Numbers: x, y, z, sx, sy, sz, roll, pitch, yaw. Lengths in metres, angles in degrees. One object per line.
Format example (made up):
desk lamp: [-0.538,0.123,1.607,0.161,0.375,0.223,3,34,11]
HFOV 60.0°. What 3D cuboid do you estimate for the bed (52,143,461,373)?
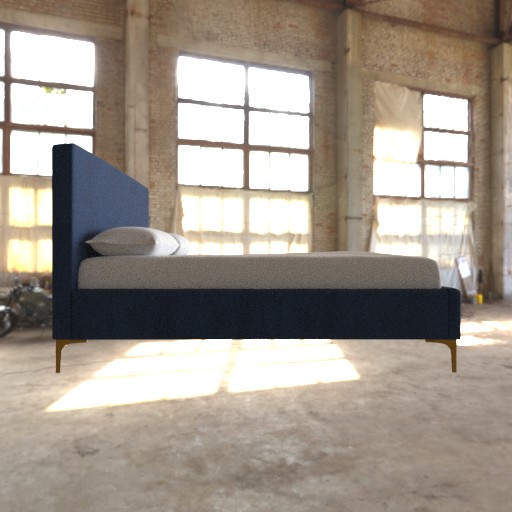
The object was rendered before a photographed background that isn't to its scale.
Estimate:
bed: [0.000,0.000,3.190,2.172,1.231,1.723,0,0,0]
